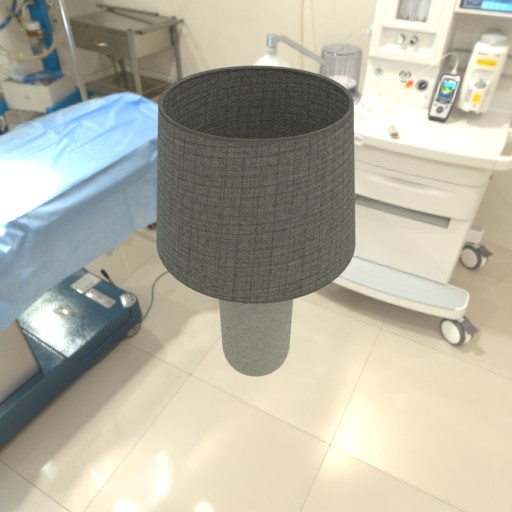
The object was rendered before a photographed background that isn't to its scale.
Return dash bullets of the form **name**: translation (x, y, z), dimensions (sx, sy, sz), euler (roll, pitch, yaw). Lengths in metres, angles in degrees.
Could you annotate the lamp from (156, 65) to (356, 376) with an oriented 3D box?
- **lamp**: translation (0.000, 0.000, 0.593), dimensions (0.251, 0.429, 0.251), euler (0, 41, 0)
